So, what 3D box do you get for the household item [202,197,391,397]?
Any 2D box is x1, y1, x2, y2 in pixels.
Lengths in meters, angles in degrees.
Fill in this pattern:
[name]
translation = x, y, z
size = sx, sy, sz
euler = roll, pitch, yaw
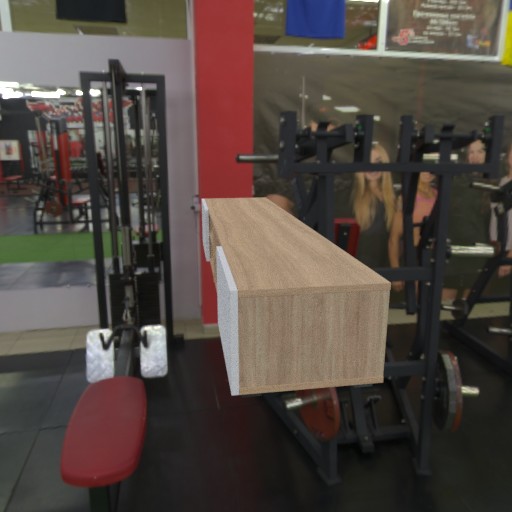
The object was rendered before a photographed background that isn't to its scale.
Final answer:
[household item]
translation = 0.000, 0.000, 2.043
size = 0.420, 0.310, 1.850
euler = -2, 15, -9
